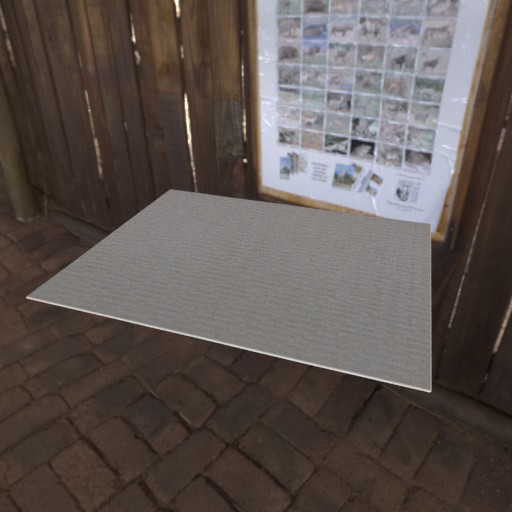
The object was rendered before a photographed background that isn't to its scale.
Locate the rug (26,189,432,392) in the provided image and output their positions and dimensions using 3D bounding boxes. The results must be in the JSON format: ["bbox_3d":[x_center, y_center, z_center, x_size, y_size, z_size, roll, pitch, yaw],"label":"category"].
[{"bbox_3d":[0.000,0.000,4.087,3.055,0.021,2.410,10,32,16],"label":"rug"}]
